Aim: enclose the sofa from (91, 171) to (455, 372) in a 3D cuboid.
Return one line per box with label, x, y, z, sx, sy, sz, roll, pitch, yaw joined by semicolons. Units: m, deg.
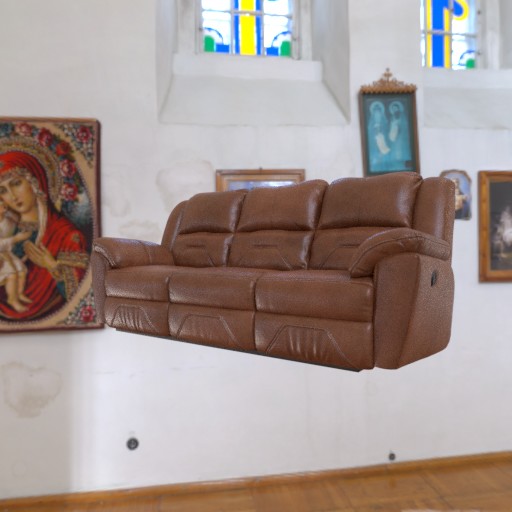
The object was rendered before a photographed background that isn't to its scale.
sofa;0.000;0.000;2.876;2.337;1.043;0.991;1;1;36
